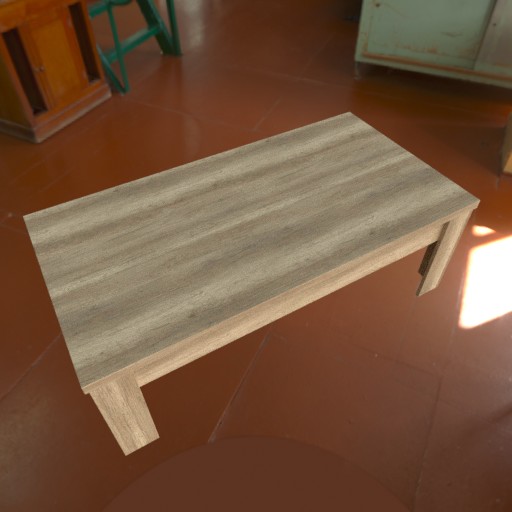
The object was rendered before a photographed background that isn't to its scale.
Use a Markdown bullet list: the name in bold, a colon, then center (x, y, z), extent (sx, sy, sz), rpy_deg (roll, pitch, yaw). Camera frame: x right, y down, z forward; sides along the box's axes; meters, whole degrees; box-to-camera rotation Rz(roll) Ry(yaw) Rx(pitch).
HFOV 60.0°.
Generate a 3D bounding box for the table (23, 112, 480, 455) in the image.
- **table**: center (0.000, 0.000, 1.637), extent (1.350, 0.460, 0.700), rpy_deg (-23, 50, -21)
